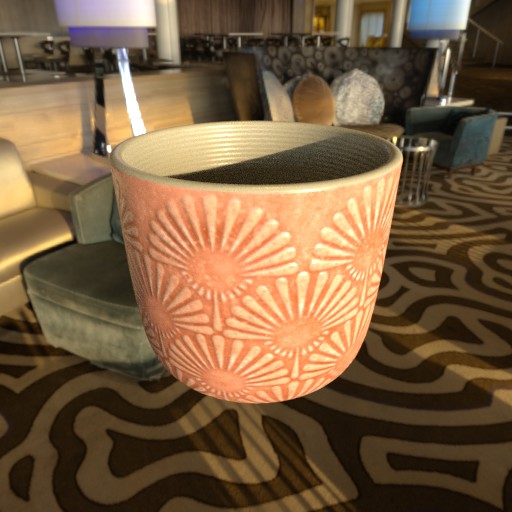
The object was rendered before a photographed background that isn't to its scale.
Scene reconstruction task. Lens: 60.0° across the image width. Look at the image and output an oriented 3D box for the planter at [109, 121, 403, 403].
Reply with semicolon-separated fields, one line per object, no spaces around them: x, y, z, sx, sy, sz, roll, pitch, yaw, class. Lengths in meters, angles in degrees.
0.000;0.000;0.218;0.124;0.109;0.124;0;26;0;planter
